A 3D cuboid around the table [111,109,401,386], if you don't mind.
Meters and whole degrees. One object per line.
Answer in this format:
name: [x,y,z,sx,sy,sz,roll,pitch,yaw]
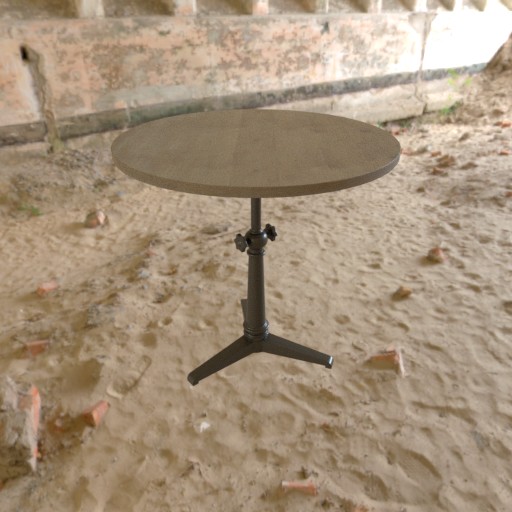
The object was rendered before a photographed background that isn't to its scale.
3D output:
table: [0.000,0.000,1.461,0.800,0.780,0.800,0,29,0]
